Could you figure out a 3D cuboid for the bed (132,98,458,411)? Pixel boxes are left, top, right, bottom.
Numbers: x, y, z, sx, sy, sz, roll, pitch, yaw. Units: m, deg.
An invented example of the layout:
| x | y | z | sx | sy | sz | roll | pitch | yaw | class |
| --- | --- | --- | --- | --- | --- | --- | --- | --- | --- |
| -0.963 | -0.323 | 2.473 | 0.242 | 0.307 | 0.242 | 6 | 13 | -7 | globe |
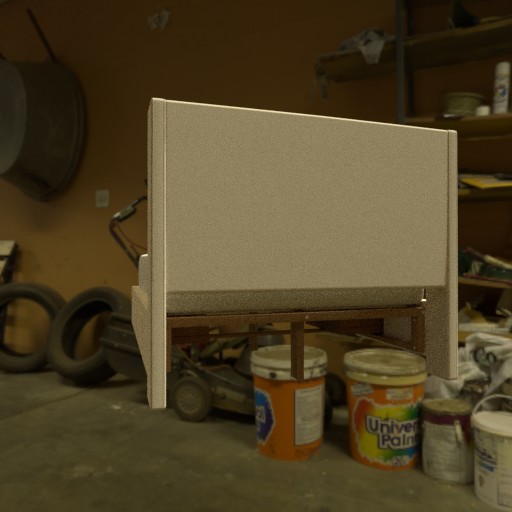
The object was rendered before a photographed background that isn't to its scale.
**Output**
| x | y | z | sx | sy | sz | roll | pitch | yaw | class |
| --- | --- | --- | --- | --- | --- | --- | --- | --- | --- |
| 0.000 | 0.000 | 3.417 | 1.765 | 1.471 | 2.280 | 0 | 0 | -18 | bed |
